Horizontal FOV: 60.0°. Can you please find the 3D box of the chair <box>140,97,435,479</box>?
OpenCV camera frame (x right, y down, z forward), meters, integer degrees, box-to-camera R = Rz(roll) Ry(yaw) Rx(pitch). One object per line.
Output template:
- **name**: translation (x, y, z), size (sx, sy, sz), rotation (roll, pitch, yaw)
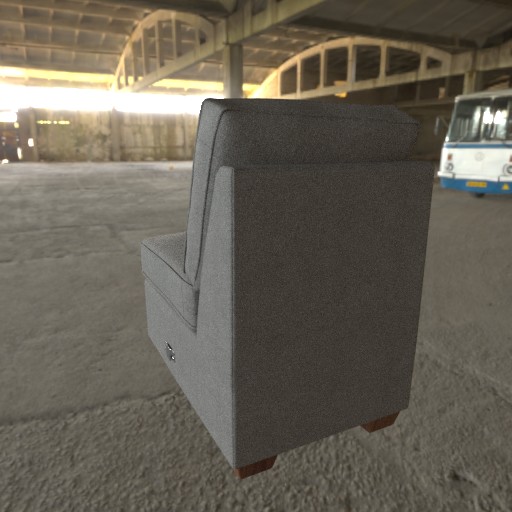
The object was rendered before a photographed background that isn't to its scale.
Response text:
- **chair**: translation (0.000, 0.000, 1.532), size (0.621, 0.970, 0.938), rotation (-7, 16, -26)
